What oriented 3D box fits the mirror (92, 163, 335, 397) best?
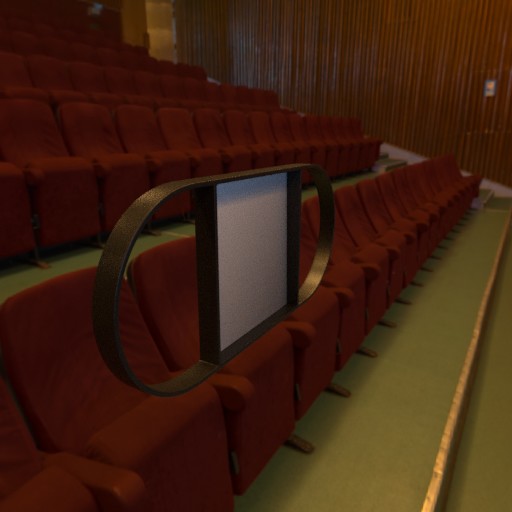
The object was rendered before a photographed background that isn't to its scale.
[{"bbox_3d":[0.000,0.000,0.672,0.032,0.254,0.584,9,18,29],"label":"mirror"}]
